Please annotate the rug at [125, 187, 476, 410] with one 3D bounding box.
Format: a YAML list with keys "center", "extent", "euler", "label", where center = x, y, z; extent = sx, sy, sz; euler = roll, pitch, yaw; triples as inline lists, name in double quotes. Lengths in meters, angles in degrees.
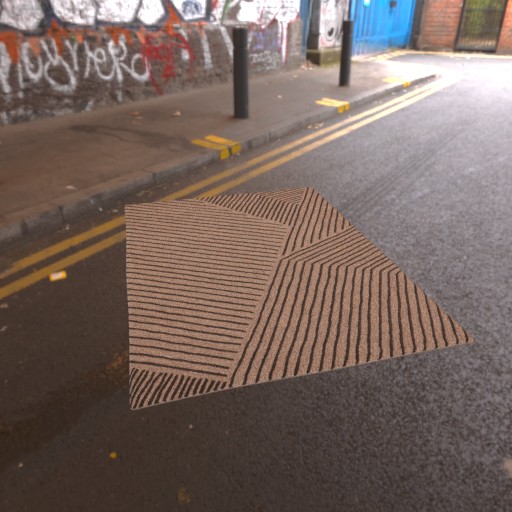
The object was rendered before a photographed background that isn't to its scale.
- center: [0.000, 0.000, 3.228]
  extent: [1.829, 0.028, 2.449]
  euler: [-7, 30, -13]
  label: "rug"
